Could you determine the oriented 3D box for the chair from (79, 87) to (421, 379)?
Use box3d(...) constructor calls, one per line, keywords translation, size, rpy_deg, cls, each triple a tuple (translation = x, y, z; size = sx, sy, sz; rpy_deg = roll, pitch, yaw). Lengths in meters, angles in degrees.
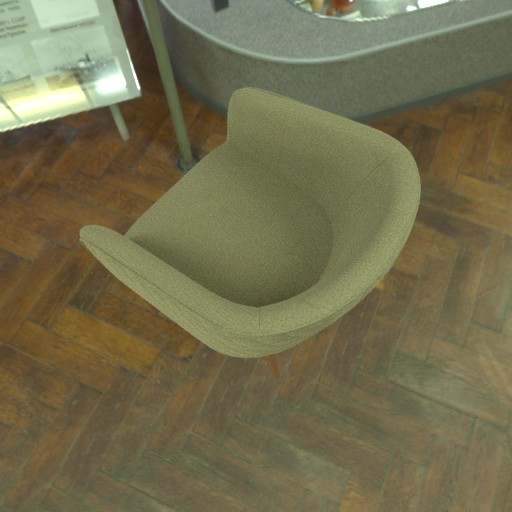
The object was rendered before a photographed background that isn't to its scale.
box3d(translation=(0.000, 0.000, 1.195), size=(0.616, 0.775, 0.584), rpy_deg=(36, 70, 16), cls="chair")
